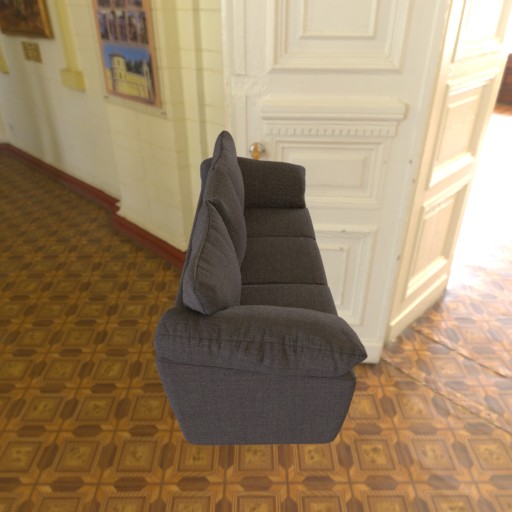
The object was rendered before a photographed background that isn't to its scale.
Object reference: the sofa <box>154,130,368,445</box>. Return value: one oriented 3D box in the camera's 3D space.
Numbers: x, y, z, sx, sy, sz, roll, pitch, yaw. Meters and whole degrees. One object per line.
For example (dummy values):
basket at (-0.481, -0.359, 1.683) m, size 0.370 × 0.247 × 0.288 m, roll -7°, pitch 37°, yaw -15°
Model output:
sofa at (0.000, 0.000, 2.871) m, size 0.883 × 1.080 × 2.336 m, roll 0°, pitch 31°, yaw -1°
